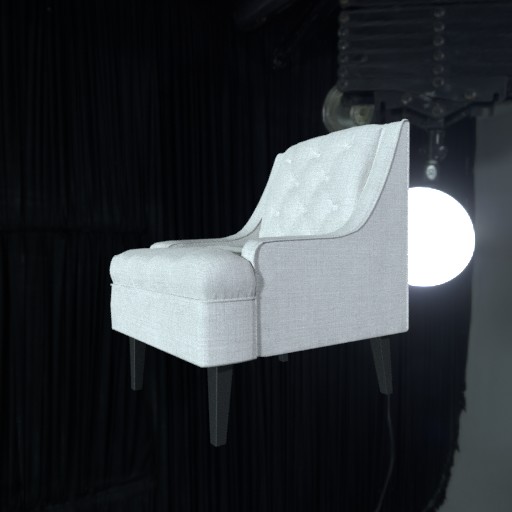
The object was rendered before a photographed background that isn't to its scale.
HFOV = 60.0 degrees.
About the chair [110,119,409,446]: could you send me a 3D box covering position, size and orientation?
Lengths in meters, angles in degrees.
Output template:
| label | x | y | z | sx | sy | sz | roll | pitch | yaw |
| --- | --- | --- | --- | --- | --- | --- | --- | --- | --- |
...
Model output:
| label | x | y | z | sx | sy | sz | roll | pitch | yaw |
| --- | --- | --- | --- | --- | --- | --- | --- | --- | --- |
| chair | 0.000 | 0.000 | 1.448 | 0.772 | 0.891 | 0.658 | -1 | 1 | -36 |
